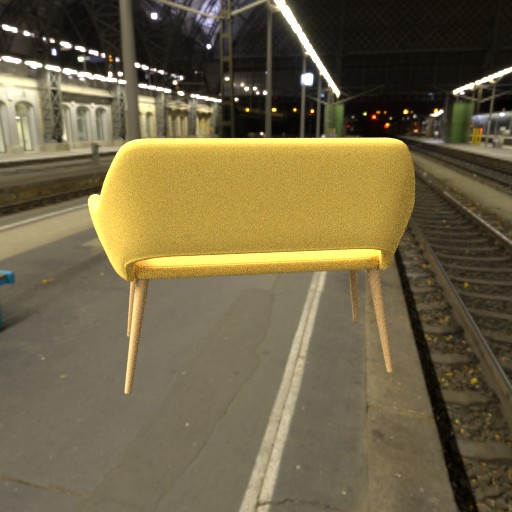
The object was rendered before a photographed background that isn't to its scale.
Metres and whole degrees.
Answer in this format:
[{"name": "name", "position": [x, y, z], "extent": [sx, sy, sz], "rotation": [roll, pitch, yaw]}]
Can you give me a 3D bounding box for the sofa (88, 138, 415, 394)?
[{"name": "sofa", "position": [0.000, 0.000, 1.615], "extent": [1.150, 0.840, 0.610], "rotation": [-2, 16, -8]}]
